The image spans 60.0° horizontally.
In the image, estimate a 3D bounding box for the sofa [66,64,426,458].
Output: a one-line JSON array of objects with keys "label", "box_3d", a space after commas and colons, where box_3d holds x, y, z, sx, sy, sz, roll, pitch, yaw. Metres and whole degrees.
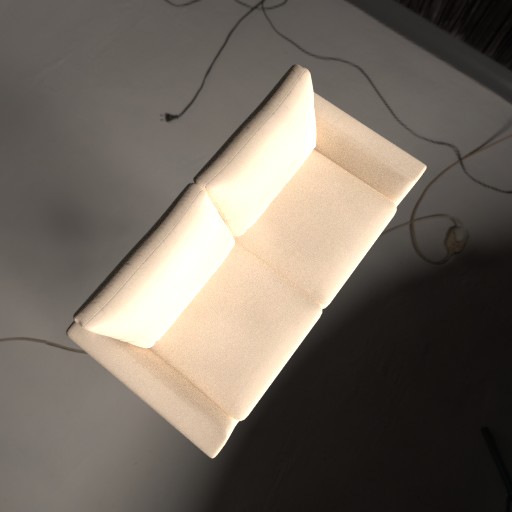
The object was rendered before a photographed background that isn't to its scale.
[{"label": "sofa", "box_3d": [0.000, 0.000, 2.325, 0.906, 0.995, 1.739, 37, 78, 9]}]
